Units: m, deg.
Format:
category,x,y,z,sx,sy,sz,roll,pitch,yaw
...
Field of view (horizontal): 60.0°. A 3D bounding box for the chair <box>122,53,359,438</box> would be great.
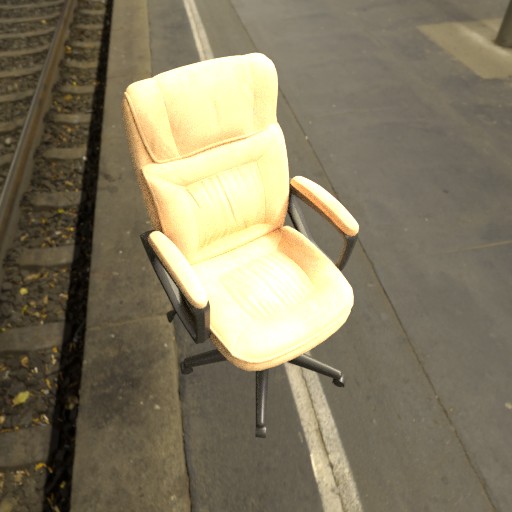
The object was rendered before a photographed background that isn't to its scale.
category,x,y,z,sx,sy,sz,roll,pitch,yaw
chair,0.000,0.000,1.526,0.667,1.105,0.724,-24,50,-22
